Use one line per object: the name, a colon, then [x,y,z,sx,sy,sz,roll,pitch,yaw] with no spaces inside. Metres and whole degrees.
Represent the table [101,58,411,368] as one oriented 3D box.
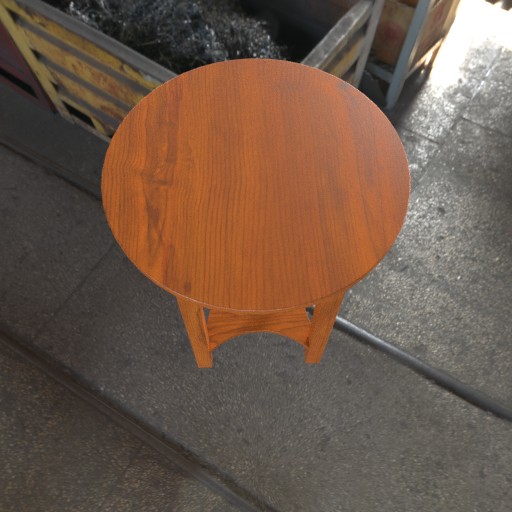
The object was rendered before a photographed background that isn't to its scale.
table: [0.000,0.000,0.934,0.457,0.610,0.457,0,64,0]
